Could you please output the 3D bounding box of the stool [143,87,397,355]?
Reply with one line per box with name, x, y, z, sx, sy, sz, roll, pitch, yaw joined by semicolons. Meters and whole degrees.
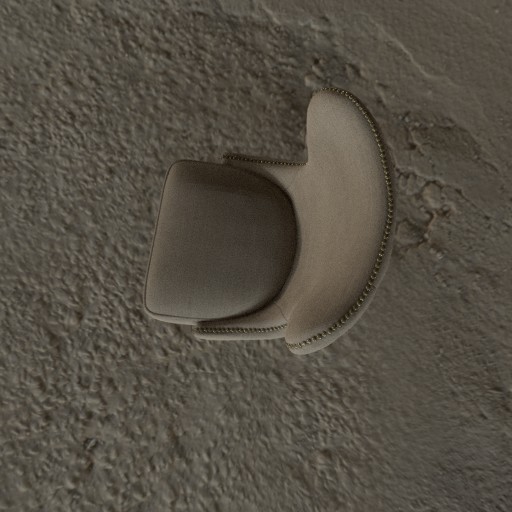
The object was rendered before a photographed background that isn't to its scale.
stool;0.000;0.000;1.380;0.597;0.972;0.615;7;75;2
